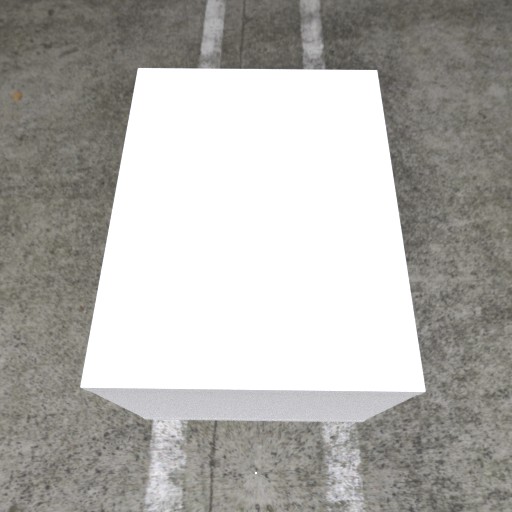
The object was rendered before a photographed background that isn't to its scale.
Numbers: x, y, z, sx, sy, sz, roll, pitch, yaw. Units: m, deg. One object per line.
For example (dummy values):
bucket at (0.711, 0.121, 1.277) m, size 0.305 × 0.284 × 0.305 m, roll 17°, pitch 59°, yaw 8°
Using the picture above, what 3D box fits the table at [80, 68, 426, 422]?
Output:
table at (0.000, 0.000, 0.783) m, size 0.399 × 0.357 × 0.517 m, roll 1°, pitch 64°, yaw 0°
